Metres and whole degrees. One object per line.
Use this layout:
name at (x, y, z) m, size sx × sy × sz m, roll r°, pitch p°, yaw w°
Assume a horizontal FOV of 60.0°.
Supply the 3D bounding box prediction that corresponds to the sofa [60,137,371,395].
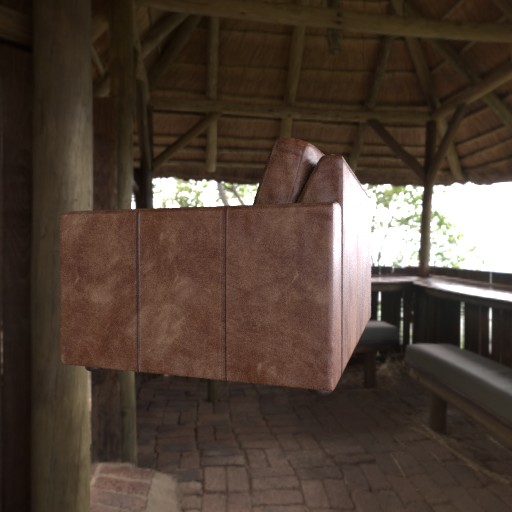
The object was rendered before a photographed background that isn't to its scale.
sofa at (0.000, 0.000, 2.269) m, size 1.041 × 0.889 × 1.626 m, roll 0°, pitch 1°, yaw 19°
